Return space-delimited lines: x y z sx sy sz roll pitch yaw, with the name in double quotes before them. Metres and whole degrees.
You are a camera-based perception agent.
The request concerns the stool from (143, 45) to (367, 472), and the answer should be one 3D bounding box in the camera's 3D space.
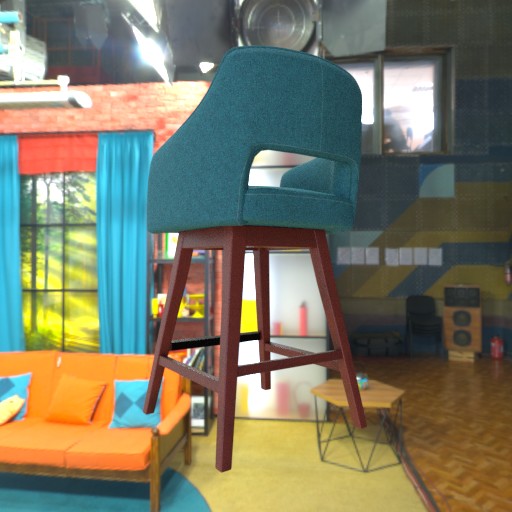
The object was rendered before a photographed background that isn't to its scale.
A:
"stool" 0.000 0.000 1.282 0.548 0.961 0.556 1 -1 -35
